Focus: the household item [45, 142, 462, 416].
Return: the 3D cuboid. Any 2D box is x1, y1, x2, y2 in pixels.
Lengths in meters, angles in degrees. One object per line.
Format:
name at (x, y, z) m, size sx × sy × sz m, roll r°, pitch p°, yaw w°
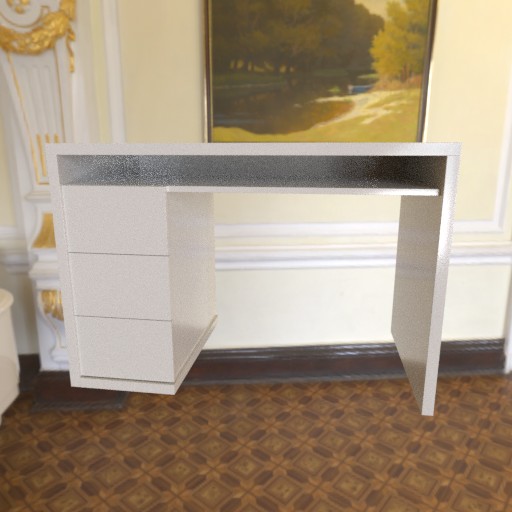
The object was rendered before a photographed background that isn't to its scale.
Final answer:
household item at (0.000, 0.000, 1.528) m, size 1.100 × 0.749 × 0.597 m, roll 2°, pitch 14°, yaw 8°
